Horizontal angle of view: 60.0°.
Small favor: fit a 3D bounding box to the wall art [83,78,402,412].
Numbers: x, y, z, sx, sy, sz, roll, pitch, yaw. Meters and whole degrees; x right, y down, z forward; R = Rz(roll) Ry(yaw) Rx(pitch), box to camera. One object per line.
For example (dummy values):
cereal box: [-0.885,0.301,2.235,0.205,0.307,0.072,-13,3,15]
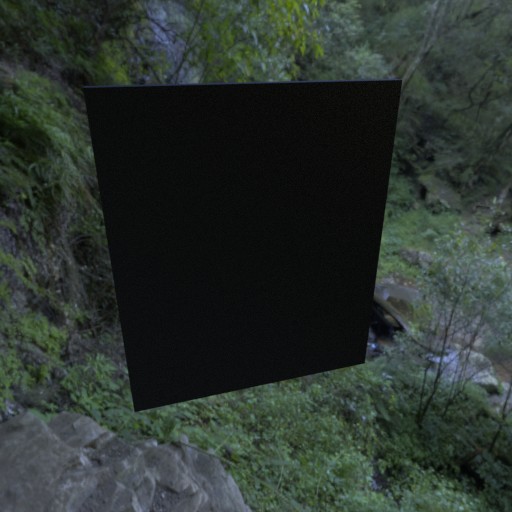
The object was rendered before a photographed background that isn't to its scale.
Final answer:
wall art: [0.000,0.000,0.691,0.428,0.505,0.023,-7,27,-15]
